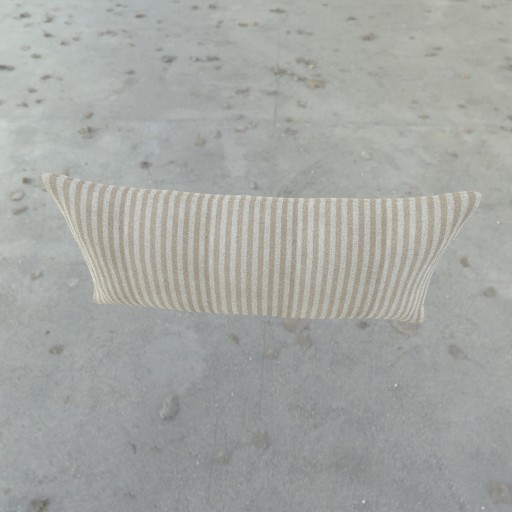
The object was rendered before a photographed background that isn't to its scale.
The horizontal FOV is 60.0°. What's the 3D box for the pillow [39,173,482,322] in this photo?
[{"bbox_3d":[0.000,0.000,0.719,0.617,0.295,0.151,3,47,3],"label":"pillow"}]
